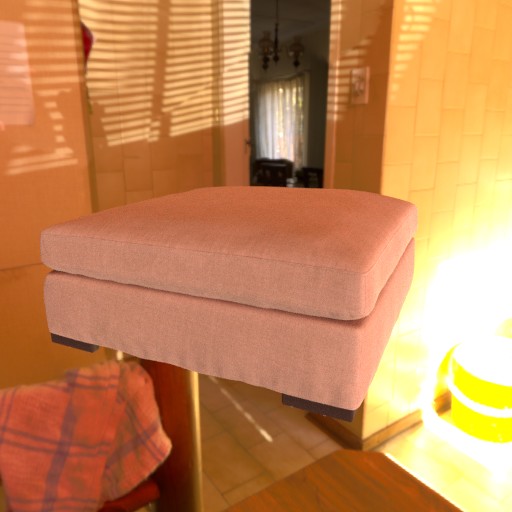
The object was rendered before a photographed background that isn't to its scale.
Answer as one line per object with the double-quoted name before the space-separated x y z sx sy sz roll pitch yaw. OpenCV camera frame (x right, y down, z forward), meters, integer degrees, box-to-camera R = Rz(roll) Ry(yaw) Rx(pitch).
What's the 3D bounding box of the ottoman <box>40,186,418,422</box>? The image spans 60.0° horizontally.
"ottoman" 0.000 0.000 1.834 1.171 0.517 1.203 7 17 24
